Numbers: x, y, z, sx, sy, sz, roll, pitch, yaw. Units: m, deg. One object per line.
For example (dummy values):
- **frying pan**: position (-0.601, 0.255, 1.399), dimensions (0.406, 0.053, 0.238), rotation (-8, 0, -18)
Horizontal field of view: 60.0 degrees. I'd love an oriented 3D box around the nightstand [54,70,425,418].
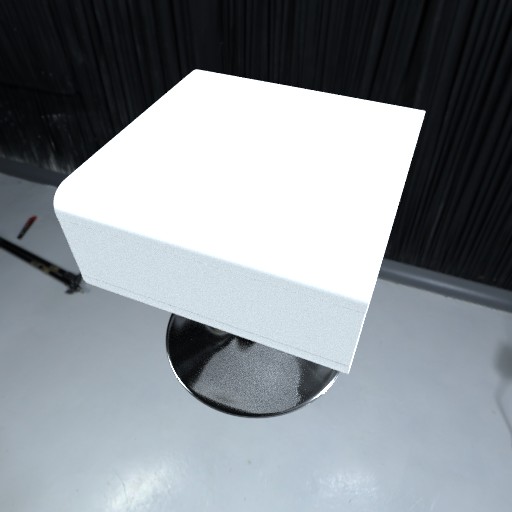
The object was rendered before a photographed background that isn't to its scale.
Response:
- **nightstand**: position (0.000, 0.000, 0.764), dimensions (0.404, 0.447, 0.399), rotation (16, 48, 15)
